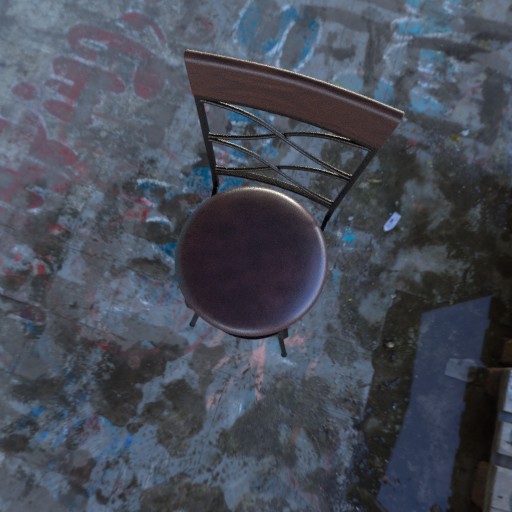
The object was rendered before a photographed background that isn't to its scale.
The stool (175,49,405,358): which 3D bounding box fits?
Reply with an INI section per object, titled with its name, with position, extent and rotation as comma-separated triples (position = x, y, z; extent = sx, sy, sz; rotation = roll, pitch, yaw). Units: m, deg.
[stool]
position = 0.000, 0.000, 1.363
extent = 0.448, 1.130, 0.513
rotation = 18, 78, 4
